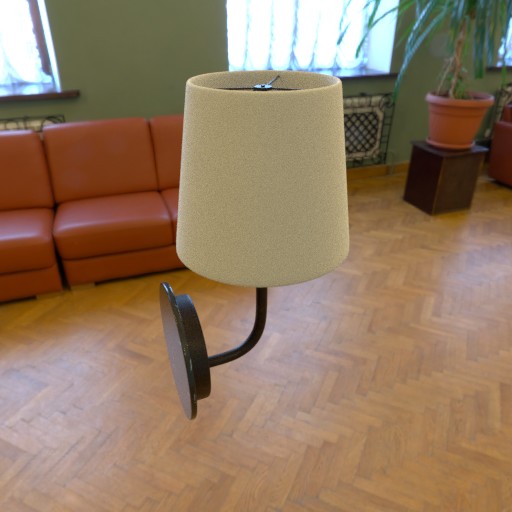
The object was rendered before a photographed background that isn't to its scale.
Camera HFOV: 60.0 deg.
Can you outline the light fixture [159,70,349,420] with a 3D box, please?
[{"bbox_3d":[0.000,0.000,0.452,0.188,0.337,0.168,-11,31,-19],"label":"light fixture"}]
